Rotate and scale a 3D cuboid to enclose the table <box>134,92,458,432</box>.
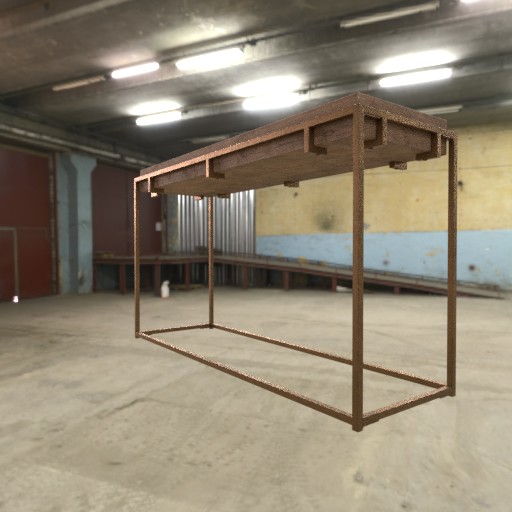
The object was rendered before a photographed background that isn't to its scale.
[{"bbox_3d":[0.000,0.000,1.743,0.440,0.820,1.400,-1,1,-37],"label":"table"}]
